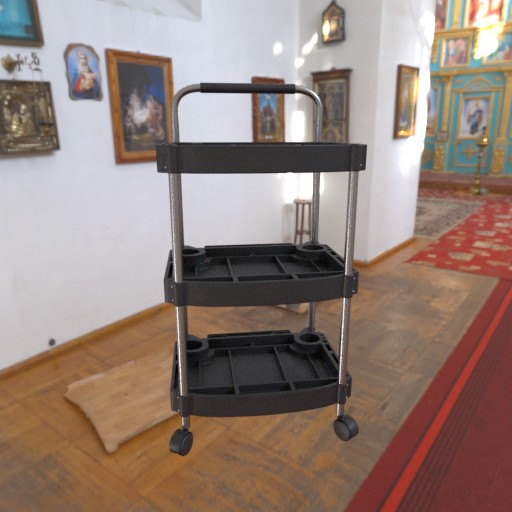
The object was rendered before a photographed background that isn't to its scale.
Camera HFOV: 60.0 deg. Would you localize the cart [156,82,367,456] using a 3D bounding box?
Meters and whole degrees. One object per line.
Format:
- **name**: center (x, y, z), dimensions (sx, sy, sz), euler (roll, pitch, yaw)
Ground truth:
- **cart**: center (0.000, 0.000, 1.419), dimensions (0.584, 1.075, 0.518), euler (-2, 16, -7)
